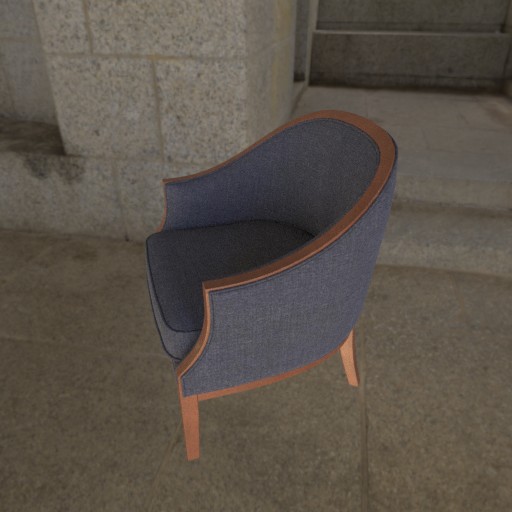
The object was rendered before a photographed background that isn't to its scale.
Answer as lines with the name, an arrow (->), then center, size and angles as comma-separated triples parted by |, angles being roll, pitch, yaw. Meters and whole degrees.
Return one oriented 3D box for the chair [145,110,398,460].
chair -> 0.000, 0.000, 1.506 | 0.735, 0.876, 0.803 | -9, 31, -15
